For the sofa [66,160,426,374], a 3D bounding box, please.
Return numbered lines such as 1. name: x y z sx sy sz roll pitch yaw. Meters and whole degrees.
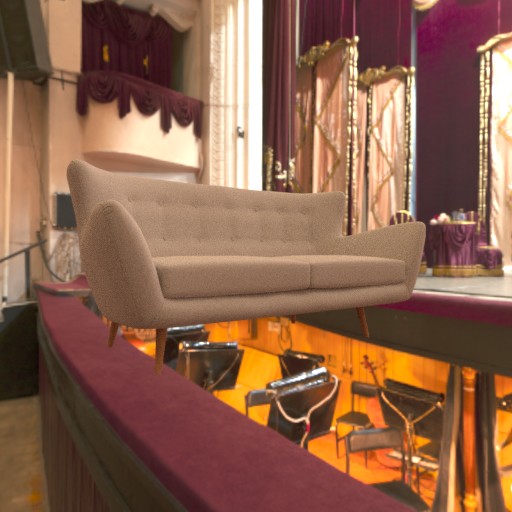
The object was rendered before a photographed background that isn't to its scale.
1. sofa: 0.000 0.000 2.404 1.930 0.890 0.899 0 1 -37
